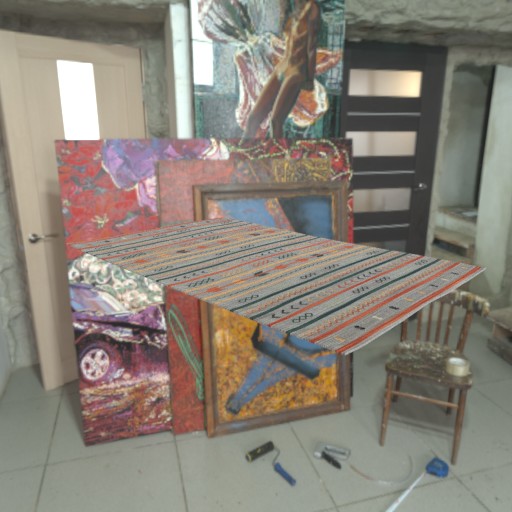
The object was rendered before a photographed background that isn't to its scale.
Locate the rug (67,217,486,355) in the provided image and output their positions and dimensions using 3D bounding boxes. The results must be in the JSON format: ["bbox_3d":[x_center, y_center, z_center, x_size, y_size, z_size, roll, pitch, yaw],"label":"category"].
[{"bbox_3d":[0.000,0.000,2.997,2.439,0.029,1.537,15,21,42],"label":"rug"}]
